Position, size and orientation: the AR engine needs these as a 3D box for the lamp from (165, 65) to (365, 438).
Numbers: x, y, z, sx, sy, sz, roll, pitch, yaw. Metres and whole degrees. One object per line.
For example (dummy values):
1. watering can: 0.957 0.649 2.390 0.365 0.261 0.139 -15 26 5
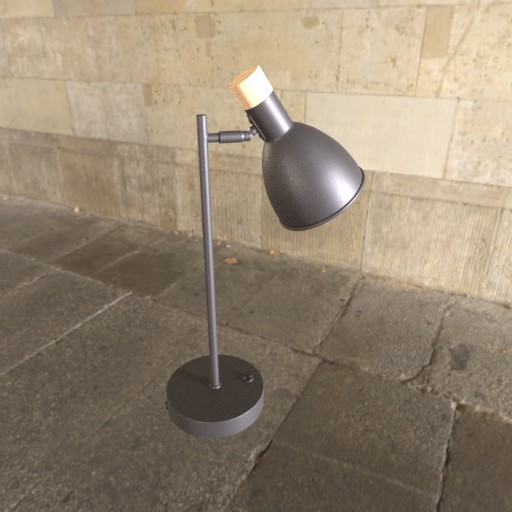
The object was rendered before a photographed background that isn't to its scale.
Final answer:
1. lamp: 0.000 0.000 0.609 0.287 0.483 0.152 -7 26 -15
